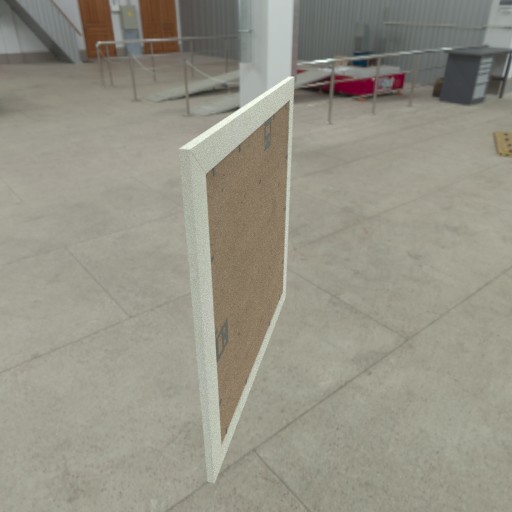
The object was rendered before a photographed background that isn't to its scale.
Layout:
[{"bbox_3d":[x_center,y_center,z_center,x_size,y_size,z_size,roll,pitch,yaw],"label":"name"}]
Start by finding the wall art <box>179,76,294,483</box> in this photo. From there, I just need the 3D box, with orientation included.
[{"bbox_3d":[0.000,0.000,0.872,0.013,0.584,0.584,8,30,13],"label":"wall art"}]
